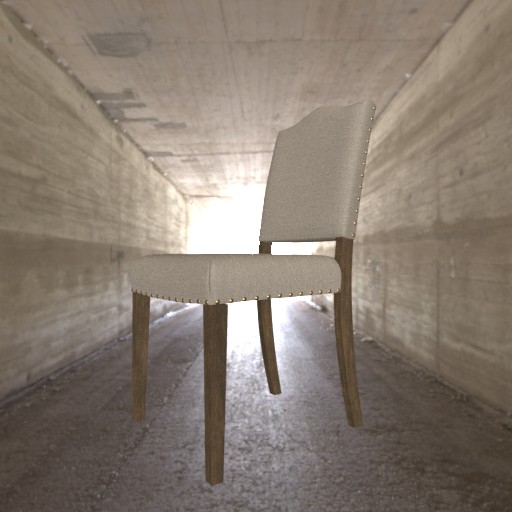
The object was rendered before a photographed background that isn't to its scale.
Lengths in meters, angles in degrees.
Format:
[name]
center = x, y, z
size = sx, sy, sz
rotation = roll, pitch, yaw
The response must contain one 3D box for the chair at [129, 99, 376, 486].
[chair]
center = 0.000, 0.000, 1.356
size = 0.620, 1.020, 0.508
rotation = 0, 0, -36
